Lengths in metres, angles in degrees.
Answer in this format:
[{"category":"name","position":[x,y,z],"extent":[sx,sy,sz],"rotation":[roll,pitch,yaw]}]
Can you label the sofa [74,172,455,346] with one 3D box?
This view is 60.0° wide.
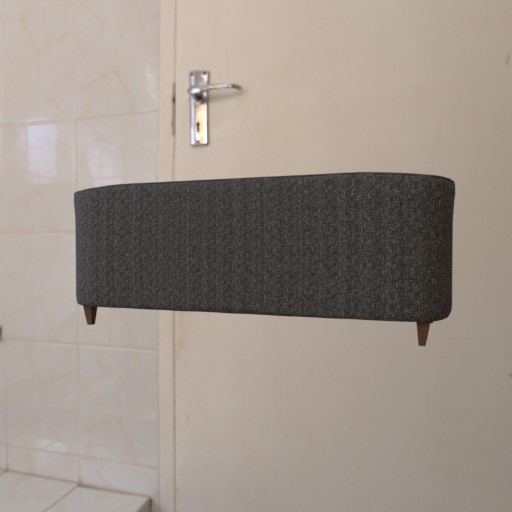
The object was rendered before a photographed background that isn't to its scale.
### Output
[{"category":"sofa","position":[0.000,0.000,2.806],"extent":[2.278,0.855,0.941],"rotation":[0,1,18]}]
